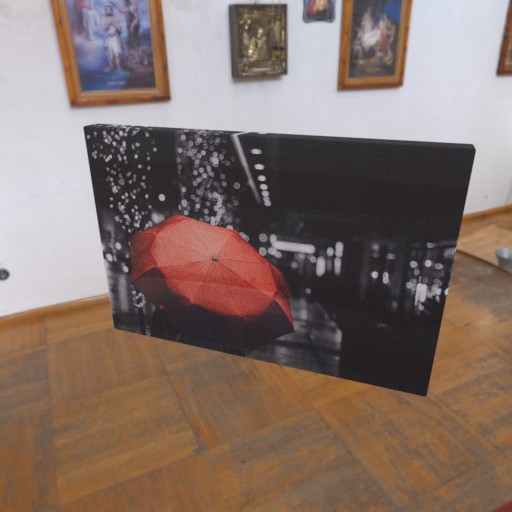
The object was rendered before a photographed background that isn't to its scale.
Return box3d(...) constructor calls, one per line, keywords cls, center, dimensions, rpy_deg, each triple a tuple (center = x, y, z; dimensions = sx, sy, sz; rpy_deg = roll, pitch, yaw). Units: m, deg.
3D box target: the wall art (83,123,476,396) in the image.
box3d(cls="wall art", center=(0.000, 0.000, 0.756), dimensions=(0.609, 0.406, 0.037), rpy_deg=(8, 25, 18))
